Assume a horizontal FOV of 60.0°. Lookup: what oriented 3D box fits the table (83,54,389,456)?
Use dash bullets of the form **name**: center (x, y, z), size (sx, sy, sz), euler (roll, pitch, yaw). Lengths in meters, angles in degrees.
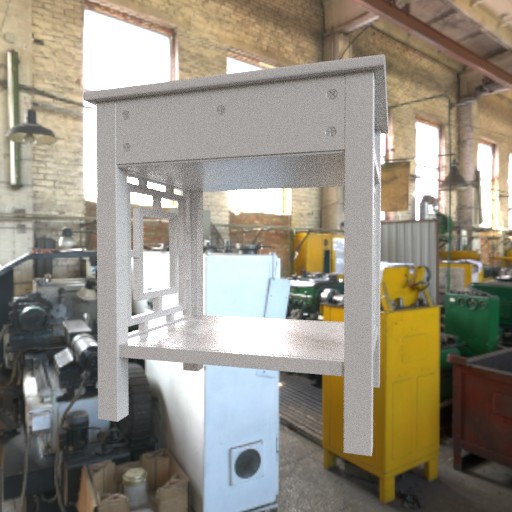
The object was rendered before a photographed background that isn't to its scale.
- **table**: center (0.000, 0.000, 0.999), size (0.564, 0.646, 0.451), euler (0, 1, 17)
